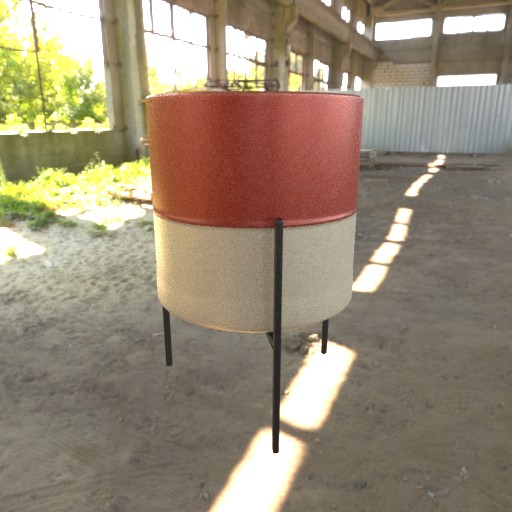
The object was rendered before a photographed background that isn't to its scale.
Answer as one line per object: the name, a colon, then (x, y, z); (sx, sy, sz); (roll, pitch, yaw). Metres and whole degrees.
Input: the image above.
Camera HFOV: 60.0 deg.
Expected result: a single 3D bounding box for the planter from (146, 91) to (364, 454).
planter: (0.000, 0.000, 0.526); (0.235, 0.354, 0.251); (-3, 17, -9)
